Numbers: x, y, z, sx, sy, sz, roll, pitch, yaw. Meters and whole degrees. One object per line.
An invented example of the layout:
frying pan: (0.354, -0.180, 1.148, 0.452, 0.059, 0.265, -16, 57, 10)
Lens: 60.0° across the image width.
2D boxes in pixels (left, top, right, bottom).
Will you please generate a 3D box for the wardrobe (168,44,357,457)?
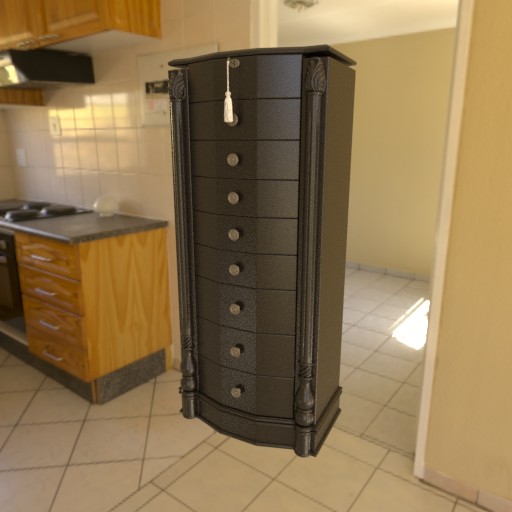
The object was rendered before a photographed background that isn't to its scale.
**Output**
wardrobe: (0.000, 0.000, 1.218, 0.444, 1.011, 0.295, 7, 16, 26)
